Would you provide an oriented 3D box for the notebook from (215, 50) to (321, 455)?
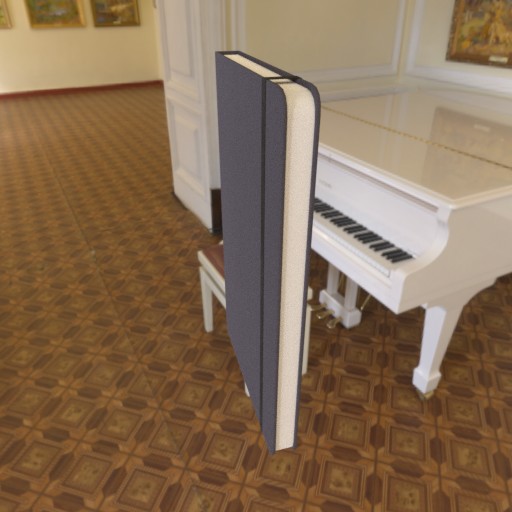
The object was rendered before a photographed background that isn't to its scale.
[{"bbox_3d":[0.000,0.000,0.266,0.016,0.213,0.127,-8,32,-13],"label":"notebook"}]
